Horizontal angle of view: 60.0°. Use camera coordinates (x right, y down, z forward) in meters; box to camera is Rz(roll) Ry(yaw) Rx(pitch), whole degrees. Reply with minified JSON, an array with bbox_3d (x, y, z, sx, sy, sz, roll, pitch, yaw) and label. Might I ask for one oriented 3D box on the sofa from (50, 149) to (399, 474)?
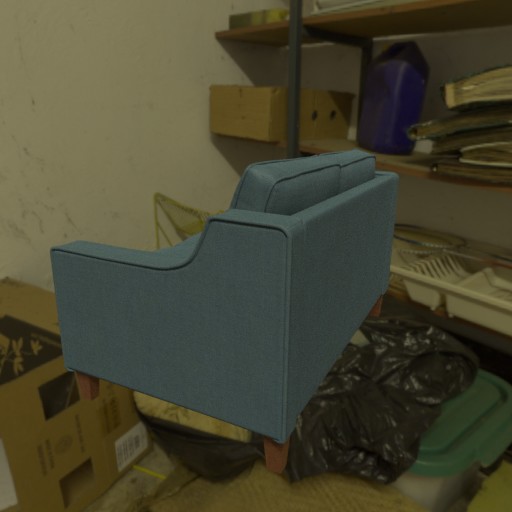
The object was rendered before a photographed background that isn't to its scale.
[{"bbox_3d":[0.000,0.000,2.098,0.987,0.971,1.501,8,19,26],"label":"sofa"}]
